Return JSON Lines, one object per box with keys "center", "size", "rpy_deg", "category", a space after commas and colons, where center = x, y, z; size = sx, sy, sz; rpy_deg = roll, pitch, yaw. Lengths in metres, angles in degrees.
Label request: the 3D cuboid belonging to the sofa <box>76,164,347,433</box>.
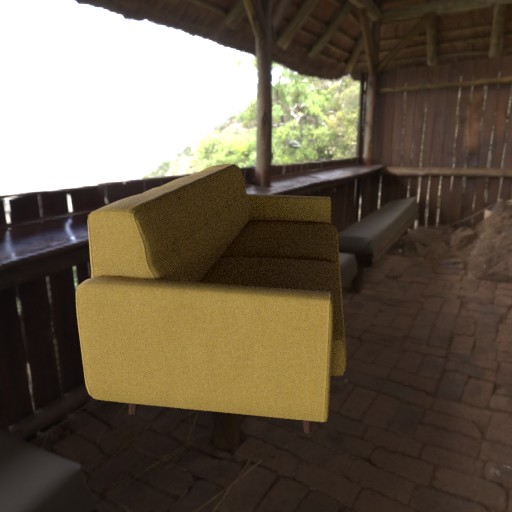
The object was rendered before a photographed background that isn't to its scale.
{"center": [0.000, 0.000, 2.396], "size": [0.909, 0.841, 2.029], "rpy_deg": [3, 17, 9], "category": "sofa"}
